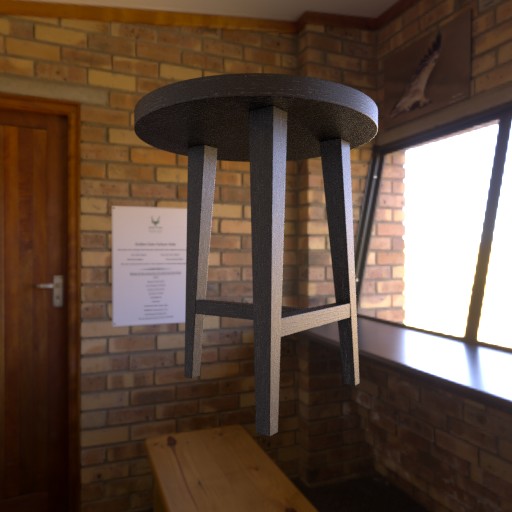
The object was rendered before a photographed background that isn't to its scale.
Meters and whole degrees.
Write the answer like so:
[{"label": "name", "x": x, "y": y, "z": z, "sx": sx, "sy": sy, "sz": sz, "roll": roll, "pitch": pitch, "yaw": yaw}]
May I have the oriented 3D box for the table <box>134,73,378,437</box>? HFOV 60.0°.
[{"label": "table", "x": 0.000, "y": 0.000, "z": 0.754, "sx": 0.399, "sy": 0.460, "sz": 0.399, "roll": 0, "pitch": 0, "yaw": 0}]
